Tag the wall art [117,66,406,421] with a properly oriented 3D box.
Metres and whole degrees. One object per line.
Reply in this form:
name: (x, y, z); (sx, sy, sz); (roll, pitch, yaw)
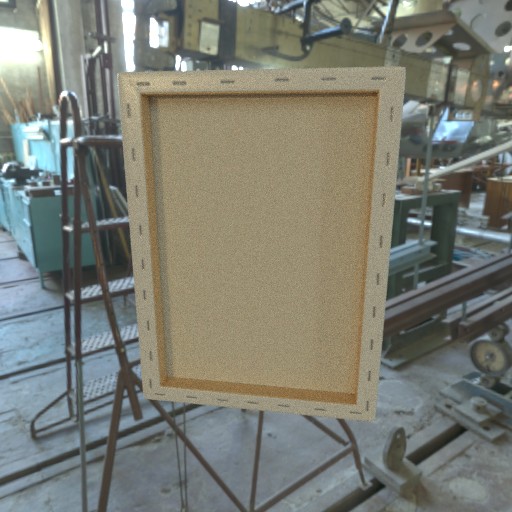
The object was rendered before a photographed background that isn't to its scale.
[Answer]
wall art: (0.000, 0.000, 0.789); (0.455, 0.613, 0.037); (3, 17, 9)
